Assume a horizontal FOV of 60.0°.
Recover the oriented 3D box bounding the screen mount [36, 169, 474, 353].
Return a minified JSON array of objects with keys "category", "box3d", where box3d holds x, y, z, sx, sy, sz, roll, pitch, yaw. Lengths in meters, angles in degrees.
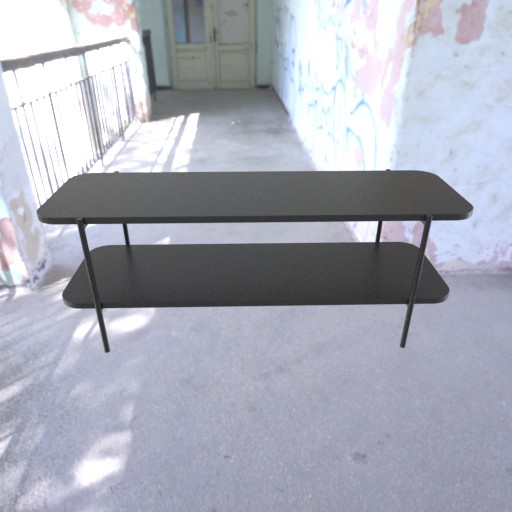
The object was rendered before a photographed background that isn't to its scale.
[{"category":"screen mount","box3d":[0.000,0.000,1.438,1.200,0.447,0.400,-1,29,-1]}]
